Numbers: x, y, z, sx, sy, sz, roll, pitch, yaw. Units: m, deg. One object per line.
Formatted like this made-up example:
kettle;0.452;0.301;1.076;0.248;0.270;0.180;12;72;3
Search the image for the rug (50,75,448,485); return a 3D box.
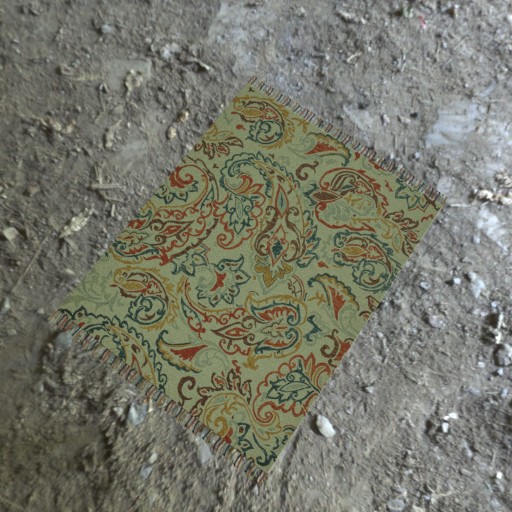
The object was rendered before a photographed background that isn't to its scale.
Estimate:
rug;0.000;0.000;4.327;2.439;0.015;3.274;35;78;9
